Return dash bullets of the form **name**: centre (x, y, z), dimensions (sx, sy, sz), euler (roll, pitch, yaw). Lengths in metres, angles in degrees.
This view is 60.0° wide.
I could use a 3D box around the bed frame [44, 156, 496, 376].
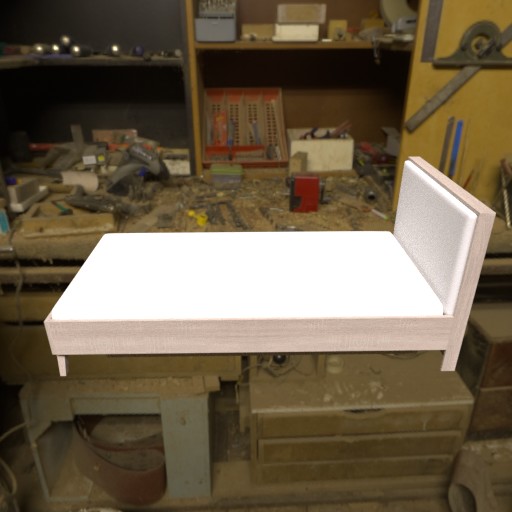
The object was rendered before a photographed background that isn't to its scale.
- **bed frame**: centre (0.000, 0.000, 2.624), dimensions (2.140, 0.920, 0.990), euler (-1, 27, -1)
